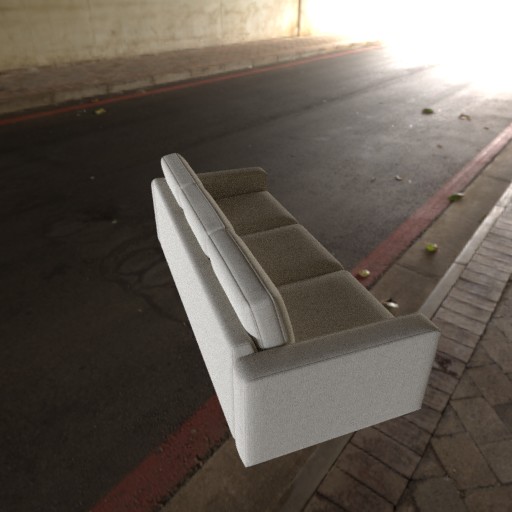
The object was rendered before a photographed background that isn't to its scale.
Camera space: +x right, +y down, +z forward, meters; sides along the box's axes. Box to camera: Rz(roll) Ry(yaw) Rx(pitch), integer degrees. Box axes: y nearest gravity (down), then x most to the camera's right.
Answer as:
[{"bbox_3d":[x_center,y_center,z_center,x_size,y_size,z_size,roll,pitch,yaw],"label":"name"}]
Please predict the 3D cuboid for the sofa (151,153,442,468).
[{"bbox_3d":[0.000,0.000,2.660,0.900,0.800,2.160,-11,32,-17],"label":"sofa"}]
